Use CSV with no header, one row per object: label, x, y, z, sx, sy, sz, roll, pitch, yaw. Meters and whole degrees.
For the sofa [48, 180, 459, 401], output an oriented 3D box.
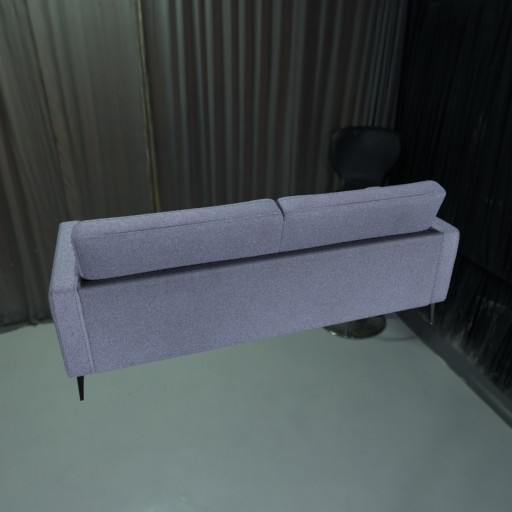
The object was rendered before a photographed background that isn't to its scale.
sofa,0.000,0.000,2.341,1.925,0.828,0.774,-9,28,-16
